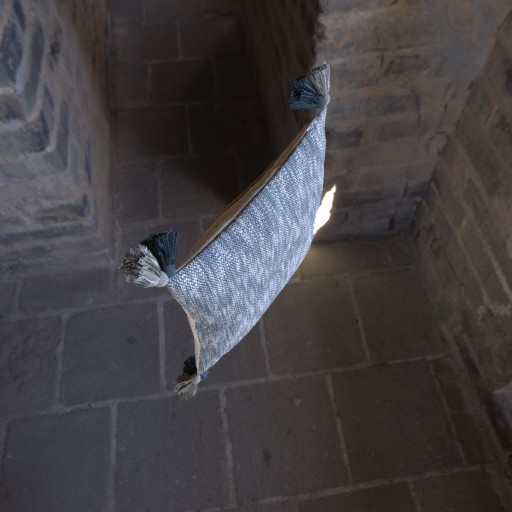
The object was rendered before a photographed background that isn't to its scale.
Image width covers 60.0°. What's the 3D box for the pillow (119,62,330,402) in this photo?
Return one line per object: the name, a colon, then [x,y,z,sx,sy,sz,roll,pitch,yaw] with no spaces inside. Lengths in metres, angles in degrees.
pillow: [0.000,0.000,0.965,0.138,0.634,0.614,31,64,17]
